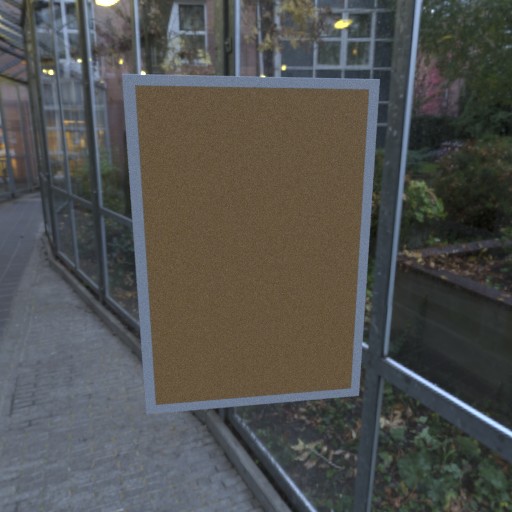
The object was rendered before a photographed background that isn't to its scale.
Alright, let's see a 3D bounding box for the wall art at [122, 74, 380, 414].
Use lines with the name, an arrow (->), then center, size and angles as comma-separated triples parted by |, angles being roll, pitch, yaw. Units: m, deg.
wall art -> 0.000, 0.000, 1.246 | 0.659, 0.940, 0.013 | -2, 15, -8
